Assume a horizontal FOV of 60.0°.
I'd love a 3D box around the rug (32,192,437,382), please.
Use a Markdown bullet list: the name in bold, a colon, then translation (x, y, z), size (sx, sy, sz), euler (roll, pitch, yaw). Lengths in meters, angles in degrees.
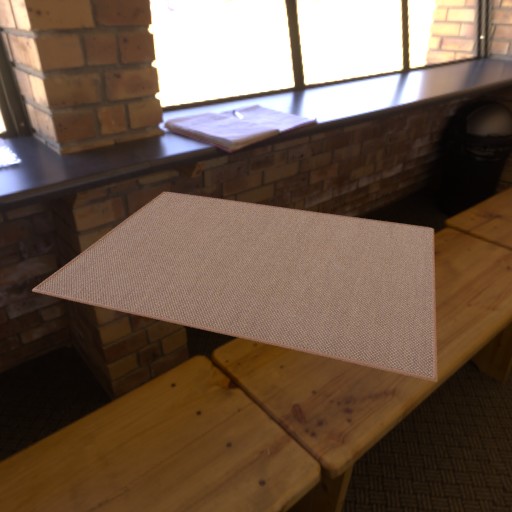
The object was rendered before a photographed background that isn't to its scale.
- **rug**: translation (0.000, 0.000, 2.793), size (2.134, 0.013, 1.524), euler (10, 32, 16)
